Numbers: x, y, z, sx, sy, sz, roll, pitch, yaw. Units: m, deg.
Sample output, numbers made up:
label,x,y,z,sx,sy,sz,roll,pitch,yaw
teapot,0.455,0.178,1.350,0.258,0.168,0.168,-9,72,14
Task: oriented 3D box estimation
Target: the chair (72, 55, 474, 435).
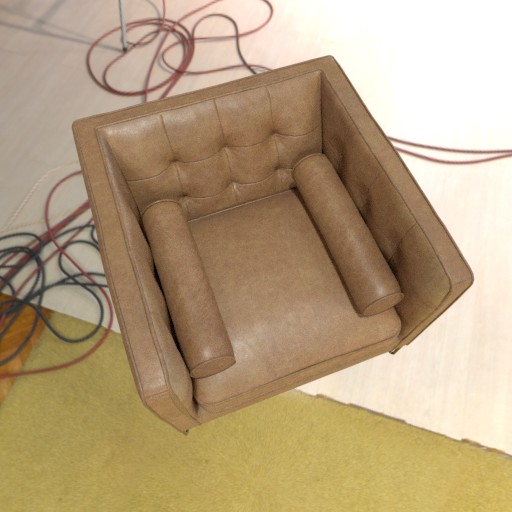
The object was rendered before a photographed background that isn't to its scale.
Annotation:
label,x,y,z,sx,sy,sz,roll,pitch,yaw
chair,0.000,0.000,1.587,0.920,0.797,0.912,-18,64,-9
